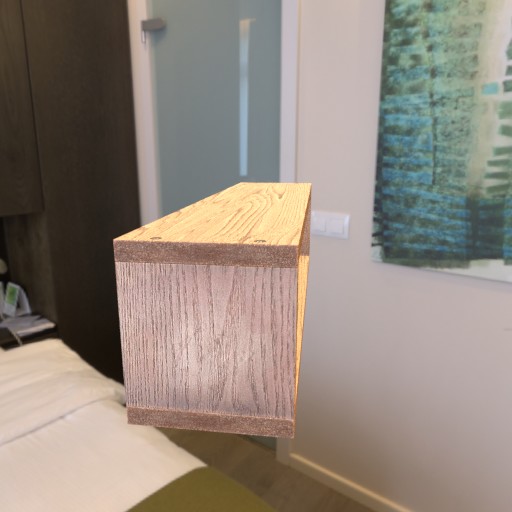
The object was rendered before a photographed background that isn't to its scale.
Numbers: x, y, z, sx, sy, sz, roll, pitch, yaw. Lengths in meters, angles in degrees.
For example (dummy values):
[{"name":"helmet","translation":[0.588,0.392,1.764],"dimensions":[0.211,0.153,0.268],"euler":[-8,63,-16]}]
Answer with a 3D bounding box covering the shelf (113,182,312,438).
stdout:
[{"name":"shelf","translation":[0.000,0.000,0.663],"dimensions":[0.150,0.170,0.610],"euler":[2,14,8]}]
